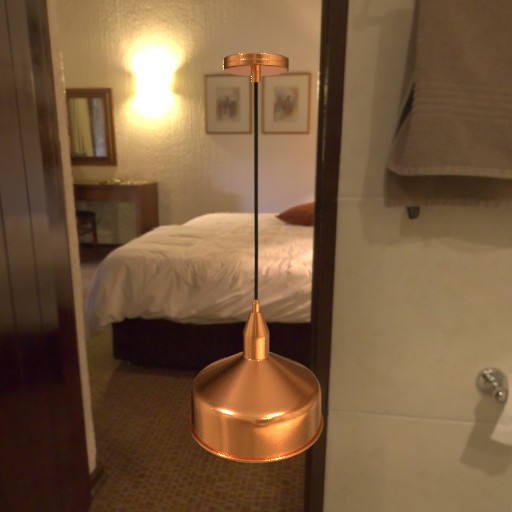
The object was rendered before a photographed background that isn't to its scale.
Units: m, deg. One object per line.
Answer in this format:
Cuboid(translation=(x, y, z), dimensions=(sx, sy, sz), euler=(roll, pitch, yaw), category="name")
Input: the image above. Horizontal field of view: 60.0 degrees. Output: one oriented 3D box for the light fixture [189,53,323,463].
Cuboid(translation=(0.000, 0.000, 0.916), dimensions=(0.301, 0.754, 0.301), euler=(-7, 15, -28), category="light fixture")
